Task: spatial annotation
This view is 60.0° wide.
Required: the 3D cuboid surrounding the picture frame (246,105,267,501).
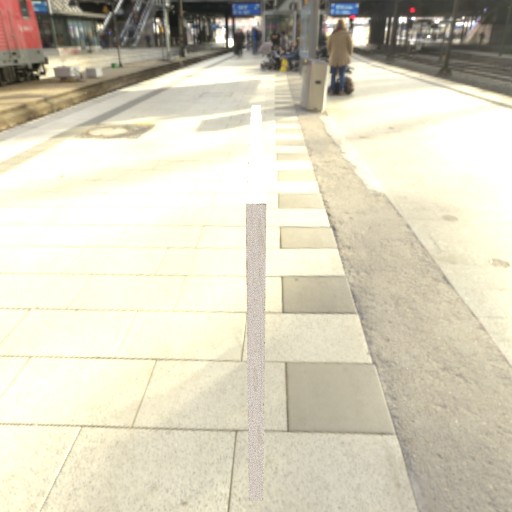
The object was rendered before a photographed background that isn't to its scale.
[{"bbox_3d":[0.000,0.000,1.186,0.029,0.640,0.950,0,27,0],"label":"picture frame"}]
